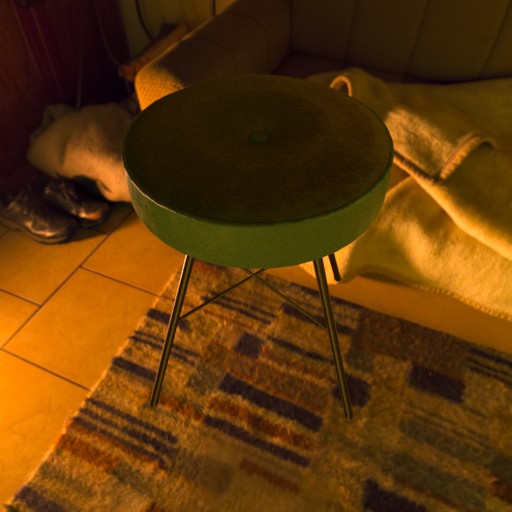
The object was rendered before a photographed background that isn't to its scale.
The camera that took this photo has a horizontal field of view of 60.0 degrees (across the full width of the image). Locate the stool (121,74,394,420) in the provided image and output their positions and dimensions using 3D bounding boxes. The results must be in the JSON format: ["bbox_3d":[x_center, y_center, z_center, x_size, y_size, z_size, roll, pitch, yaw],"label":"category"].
[{"bbox_3d":[0.000,0.000,0.907,0.457,0.595,0.430,3,47,3],"label":"stool"}]
